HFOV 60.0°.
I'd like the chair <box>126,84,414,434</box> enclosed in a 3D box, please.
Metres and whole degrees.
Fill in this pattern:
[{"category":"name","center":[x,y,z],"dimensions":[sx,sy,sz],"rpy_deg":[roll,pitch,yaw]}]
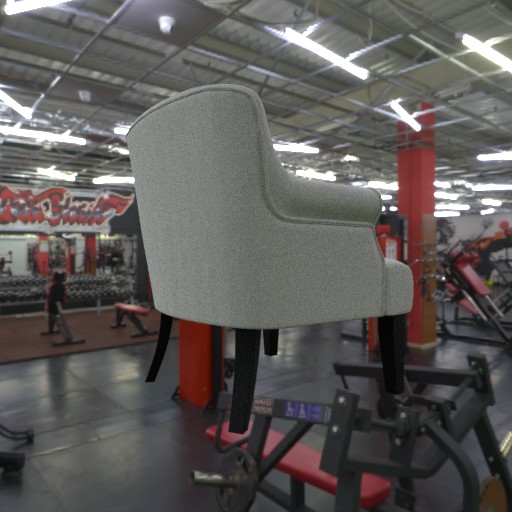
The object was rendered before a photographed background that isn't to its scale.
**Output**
[{"category":"chair","center":[0.000,0.000,1.486],"dimensions":[0.750,0.875,0.781],"rpy_deg":[0,1,-37]}]
